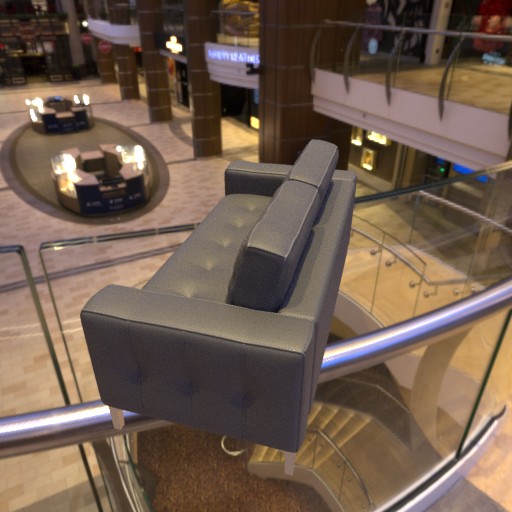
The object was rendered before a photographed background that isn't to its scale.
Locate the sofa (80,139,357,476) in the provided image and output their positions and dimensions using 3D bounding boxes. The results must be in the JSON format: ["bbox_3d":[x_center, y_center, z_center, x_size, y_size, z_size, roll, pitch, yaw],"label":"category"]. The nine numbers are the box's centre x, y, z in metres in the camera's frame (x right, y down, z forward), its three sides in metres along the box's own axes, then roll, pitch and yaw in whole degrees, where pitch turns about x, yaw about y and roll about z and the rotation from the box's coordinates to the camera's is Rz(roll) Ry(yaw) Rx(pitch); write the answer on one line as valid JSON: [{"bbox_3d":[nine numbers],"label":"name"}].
[{"bbox_3d":[0.000,0.000,2.238,0.833,0.893,1.726,8,32,14],"label":"sofa"}]
